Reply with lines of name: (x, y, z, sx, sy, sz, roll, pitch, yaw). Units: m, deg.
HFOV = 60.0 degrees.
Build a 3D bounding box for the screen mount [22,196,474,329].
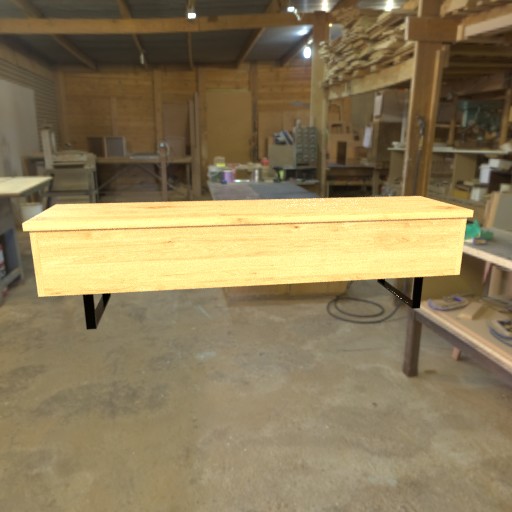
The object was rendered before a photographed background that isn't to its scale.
screen mount: (0.000, 0.000, 1.924, 1.700, 0.430, 0.450, -2, 16, -9)
